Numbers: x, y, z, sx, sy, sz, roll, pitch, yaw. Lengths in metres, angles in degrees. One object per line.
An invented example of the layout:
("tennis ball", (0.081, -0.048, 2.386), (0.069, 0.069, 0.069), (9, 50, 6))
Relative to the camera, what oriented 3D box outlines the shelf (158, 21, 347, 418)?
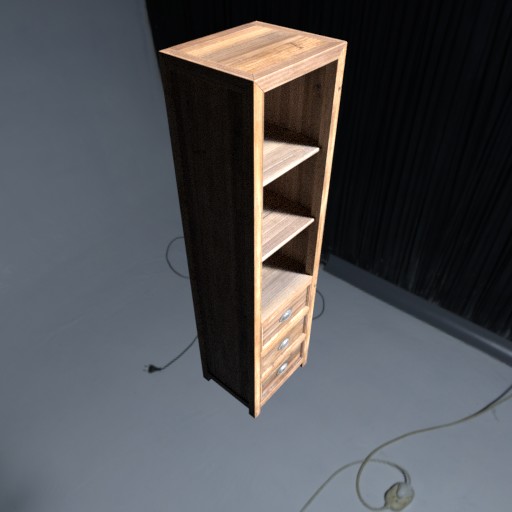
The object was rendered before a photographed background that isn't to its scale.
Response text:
("shelf", (0.000, 0.000, 2.135), (0.428, 1.900, 0.500), (30, 49, 29))
